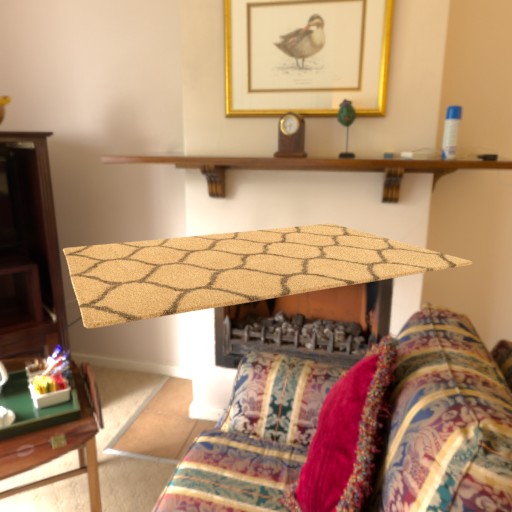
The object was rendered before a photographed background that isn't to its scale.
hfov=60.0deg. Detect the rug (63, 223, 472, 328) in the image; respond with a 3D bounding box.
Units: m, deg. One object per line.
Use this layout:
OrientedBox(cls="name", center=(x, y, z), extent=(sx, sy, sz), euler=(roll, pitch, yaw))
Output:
OrientedBox(cls="rug", center=(0.000, 0.000, 3.477), extent=(2.701, 0.026, 1.801), euler=(-7, 16, -25))
